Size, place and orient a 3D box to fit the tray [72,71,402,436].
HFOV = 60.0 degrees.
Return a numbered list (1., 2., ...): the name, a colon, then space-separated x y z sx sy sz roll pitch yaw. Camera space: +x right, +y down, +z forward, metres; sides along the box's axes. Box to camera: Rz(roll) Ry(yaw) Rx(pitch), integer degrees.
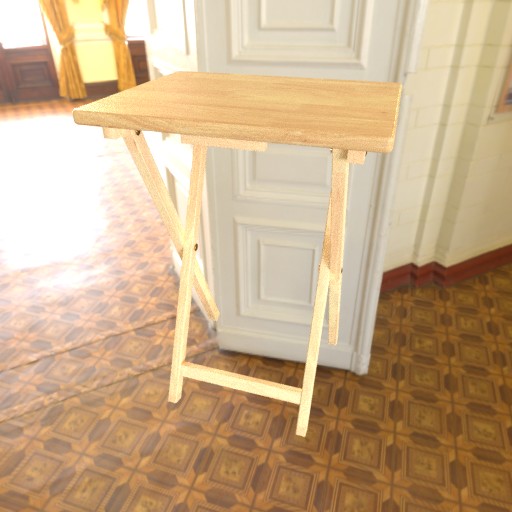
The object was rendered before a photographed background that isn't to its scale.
1. tray: 0.000 0.000 0.946 0.483 0.660 0.381 9 33 14
